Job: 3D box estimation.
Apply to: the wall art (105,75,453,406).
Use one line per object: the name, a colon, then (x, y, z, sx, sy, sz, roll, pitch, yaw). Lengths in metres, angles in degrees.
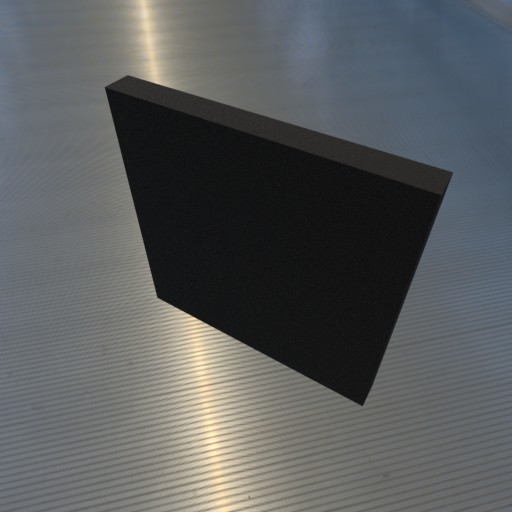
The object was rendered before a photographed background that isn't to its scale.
wall art: (0.000, 0.000, 0.468, 0.308, 0.305, 0.030, 24, 50, 22)
